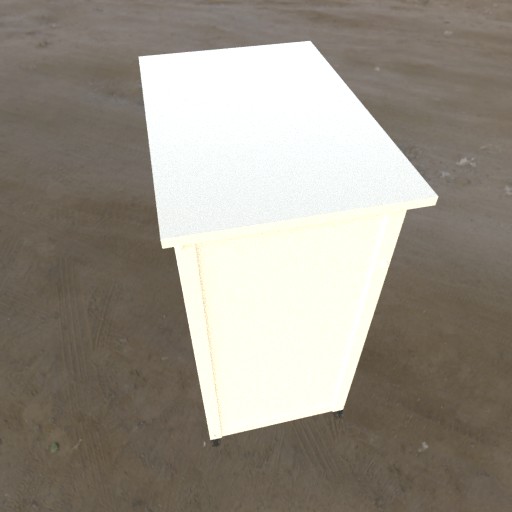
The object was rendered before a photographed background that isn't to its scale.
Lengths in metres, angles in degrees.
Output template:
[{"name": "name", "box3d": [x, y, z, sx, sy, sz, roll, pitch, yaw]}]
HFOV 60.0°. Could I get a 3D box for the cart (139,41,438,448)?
[{"name": "cart", "box3d": [0.000, 0.000, 1.218, 0.442, 0.864, 0.683, -10, 47, -9]}]
